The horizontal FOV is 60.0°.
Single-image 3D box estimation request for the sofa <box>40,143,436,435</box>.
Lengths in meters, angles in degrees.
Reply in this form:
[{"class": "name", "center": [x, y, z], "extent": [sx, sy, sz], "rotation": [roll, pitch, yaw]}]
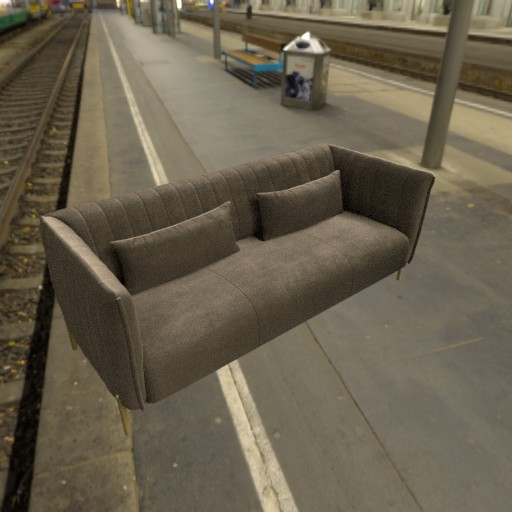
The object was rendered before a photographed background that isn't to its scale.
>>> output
[{"class": "sofa", "center": [0.000, 0.000, 2.447], "extent": [1.980, 0.780, 0.876], "rotation": [-22, 37, -33]}]
